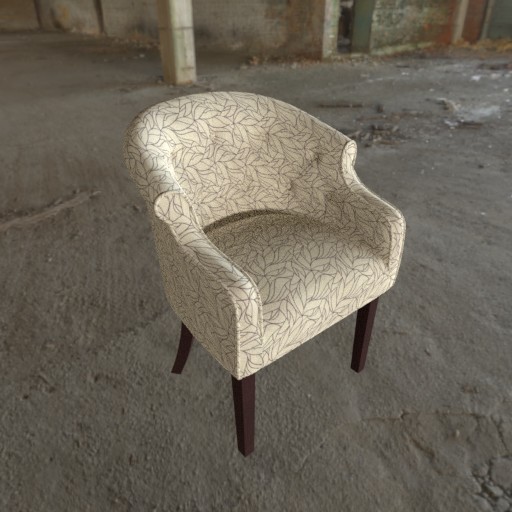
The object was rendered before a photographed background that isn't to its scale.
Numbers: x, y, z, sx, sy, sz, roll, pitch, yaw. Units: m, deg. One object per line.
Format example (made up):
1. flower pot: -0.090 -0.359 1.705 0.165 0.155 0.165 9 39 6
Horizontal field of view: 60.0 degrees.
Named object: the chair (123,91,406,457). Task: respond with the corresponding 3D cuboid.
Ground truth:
1. chair: 0.000 0.000 1.325 0.686 0.858 0.613 -23 37 -34
